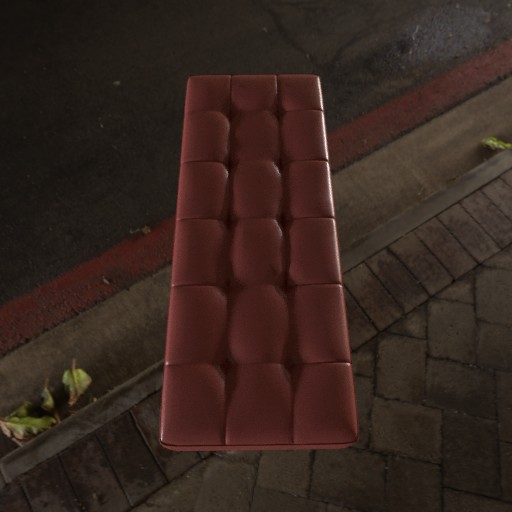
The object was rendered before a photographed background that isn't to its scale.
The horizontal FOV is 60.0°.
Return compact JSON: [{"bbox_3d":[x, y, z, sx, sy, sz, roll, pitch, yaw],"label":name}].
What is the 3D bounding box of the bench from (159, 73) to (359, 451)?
[{"bbox_3d":[0.000,0.000,1.361,0.432,0.460,1.105,-1,63,0],"label":"bench"}]
